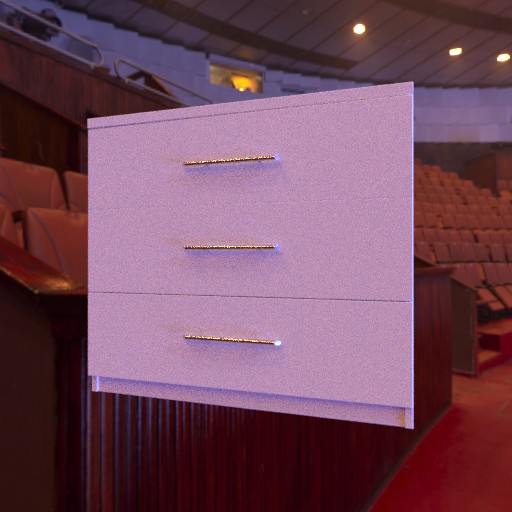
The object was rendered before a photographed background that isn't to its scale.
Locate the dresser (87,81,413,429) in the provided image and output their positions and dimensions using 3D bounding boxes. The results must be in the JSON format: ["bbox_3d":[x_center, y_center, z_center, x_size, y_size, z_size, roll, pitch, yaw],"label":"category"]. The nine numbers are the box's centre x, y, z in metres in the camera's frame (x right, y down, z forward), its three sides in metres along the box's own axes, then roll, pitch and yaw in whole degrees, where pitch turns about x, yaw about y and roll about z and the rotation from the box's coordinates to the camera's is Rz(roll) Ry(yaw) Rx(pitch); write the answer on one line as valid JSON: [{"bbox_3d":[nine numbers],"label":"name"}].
[{"bbox_3d":[0.000,0.000,1.247,0.830,0.740,0.420,0,0,19],"label":"dresser"}]
